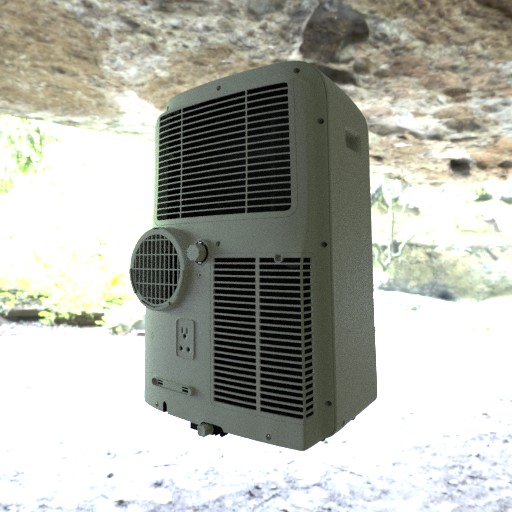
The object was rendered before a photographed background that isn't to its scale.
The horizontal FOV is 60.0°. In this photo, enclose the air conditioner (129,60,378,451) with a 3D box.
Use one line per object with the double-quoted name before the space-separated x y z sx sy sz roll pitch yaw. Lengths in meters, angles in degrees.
"air conditioner" 0.000 0.000 0.964 0.454 0.700 0.365 0 0 36
